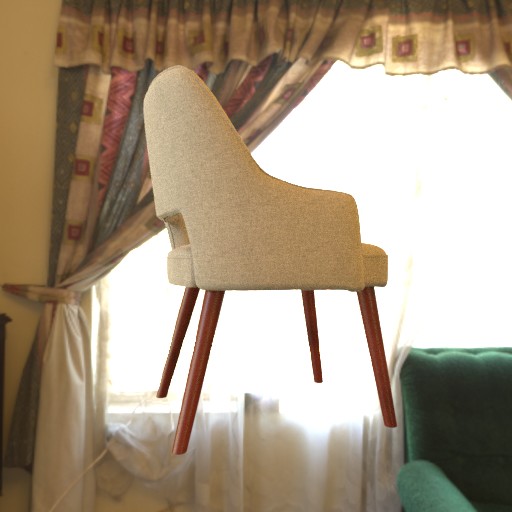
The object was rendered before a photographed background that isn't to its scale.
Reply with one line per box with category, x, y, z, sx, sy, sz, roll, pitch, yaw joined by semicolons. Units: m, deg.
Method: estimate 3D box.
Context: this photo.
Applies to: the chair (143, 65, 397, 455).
chair;0.000;0.000;1.223;0.605;0.849;0.548;0;-1;-17
